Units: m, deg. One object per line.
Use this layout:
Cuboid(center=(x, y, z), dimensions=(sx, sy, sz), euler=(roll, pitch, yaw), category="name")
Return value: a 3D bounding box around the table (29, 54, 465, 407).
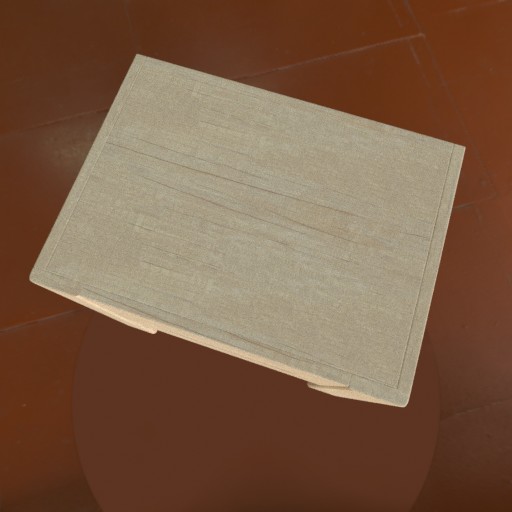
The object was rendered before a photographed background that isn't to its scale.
Cuboid(center=(0.000, 0.000, 0.925), dimensions=(0.570, 0.510, 0.420), euler=(18, 75, 5), category="table")
